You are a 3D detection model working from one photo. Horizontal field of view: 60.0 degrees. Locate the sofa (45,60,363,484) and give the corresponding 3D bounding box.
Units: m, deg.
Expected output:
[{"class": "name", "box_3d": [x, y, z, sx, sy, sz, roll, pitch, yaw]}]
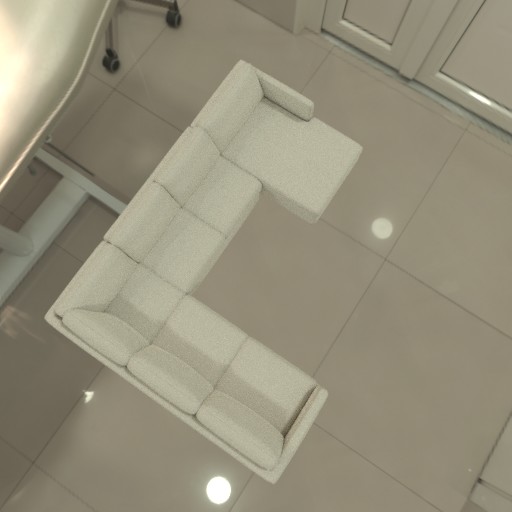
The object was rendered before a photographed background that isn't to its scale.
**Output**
[{"class": "sofa", "box_3d": [0.000, 0.000, 4.403, 2.551, 0.853, 3.238, 33, 80, 7]}]
